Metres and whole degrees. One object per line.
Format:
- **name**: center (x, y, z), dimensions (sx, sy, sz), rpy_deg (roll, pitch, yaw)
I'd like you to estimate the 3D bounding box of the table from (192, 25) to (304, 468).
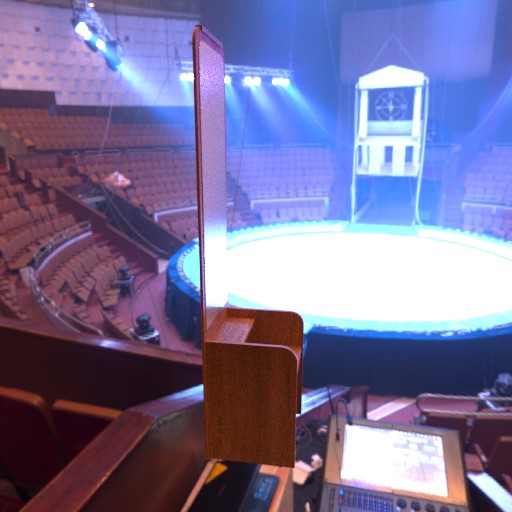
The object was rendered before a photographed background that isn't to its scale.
- **table**: center (0.000, 0.000, 1.986), dimensions (0.420, 1.830, 0.450), rpy_deg (2, 14, 9)
